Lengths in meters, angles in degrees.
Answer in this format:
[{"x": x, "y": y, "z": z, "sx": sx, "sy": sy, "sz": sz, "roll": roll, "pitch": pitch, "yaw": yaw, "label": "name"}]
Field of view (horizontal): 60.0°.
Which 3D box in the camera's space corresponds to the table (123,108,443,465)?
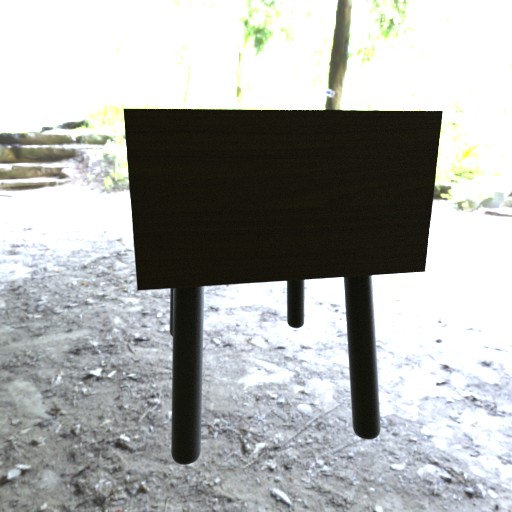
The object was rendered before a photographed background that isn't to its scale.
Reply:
[{"x": 0.000, "y": 0.000, "z": 0.774, "sx": 0.370, "sy": 0.470, "sz": 0.450, "roll": -3, "pitch": 16, "yaw": -10, "label": "table"}]
